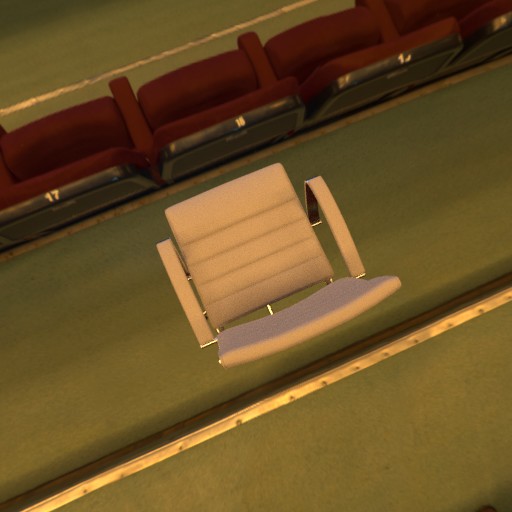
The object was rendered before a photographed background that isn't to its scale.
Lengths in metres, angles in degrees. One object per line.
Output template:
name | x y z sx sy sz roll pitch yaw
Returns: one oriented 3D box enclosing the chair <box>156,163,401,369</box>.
chair | 0.000 0.000 1.576 0.679 1.149 0.667 -23 78 -5
